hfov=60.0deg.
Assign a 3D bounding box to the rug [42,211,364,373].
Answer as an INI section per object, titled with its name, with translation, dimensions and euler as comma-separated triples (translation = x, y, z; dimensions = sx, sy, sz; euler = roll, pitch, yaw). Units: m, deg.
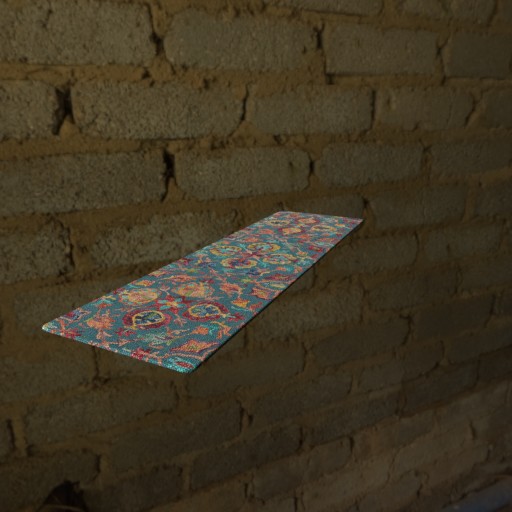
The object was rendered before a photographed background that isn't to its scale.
[rug]
translation = 0.000, 0.000, 2.490
dimensions = 0.686, 0.013, 2.286
euler = 9, 20, 25
